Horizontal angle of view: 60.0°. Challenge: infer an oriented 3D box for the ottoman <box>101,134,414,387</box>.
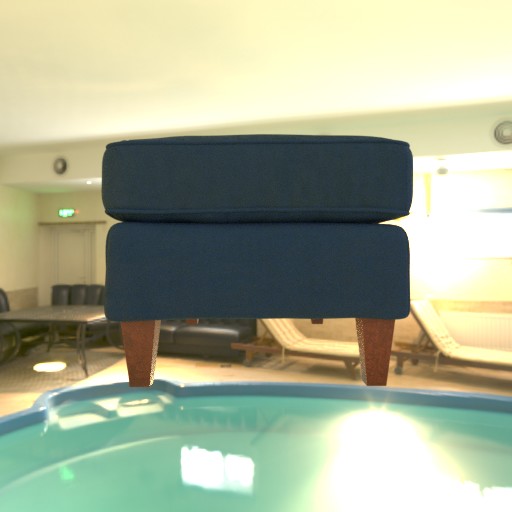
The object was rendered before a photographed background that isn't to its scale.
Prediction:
[{"bbox_3d":[0.000,0.000,1.208,0.583,0.484,0.862,0,0,-1],"label":"ottoman"}]
